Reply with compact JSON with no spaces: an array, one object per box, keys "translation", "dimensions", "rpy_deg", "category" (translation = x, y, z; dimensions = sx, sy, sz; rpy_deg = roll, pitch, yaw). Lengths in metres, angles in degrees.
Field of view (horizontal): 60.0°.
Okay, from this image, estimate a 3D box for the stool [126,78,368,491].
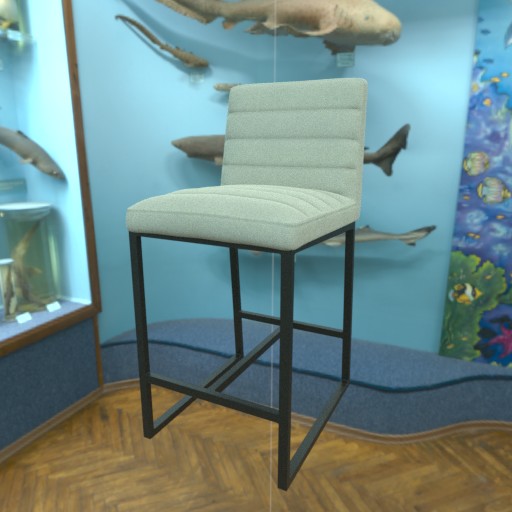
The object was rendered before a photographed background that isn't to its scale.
[{"translation":[0.000,0.000,1.240],"dimensions":[0.459,0.971,0.567],"rpy_deg":[7,16,26],"category":"stool"}]
